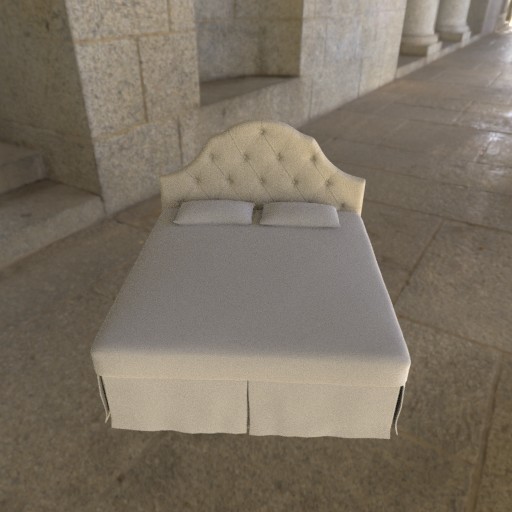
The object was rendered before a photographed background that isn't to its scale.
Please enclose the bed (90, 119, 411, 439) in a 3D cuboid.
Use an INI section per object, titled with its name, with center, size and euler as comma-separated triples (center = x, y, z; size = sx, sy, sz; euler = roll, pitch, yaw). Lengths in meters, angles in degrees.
[bed]
center = 0.000, 0.000, 3.397
size = 2.012, 1.555, 2.086
euler = 1, 31, 2
